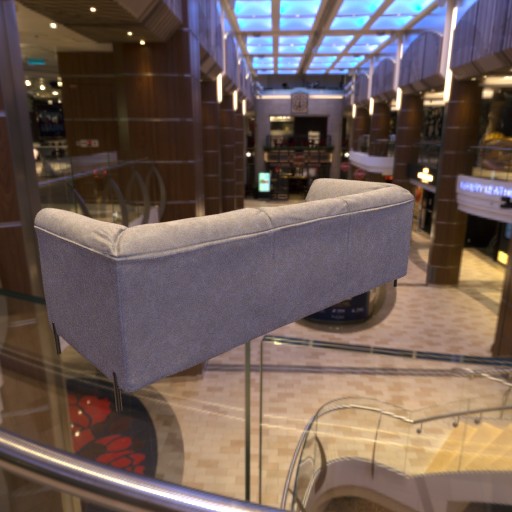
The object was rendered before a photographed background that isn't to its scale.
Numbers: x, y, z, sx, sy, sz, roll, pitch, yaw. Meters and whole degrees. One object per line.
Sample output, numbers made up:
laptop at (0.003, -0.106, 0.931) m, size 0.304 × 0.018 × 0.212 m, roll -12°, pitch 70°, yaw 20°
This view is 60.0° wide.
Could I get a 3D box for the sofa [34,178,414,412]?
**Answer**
sofa at (0.000, 0.000, 2.685) m, size 2.238 × 0.758 × 0.899 m, roll -14°, pitch 21°, yaw -42°
